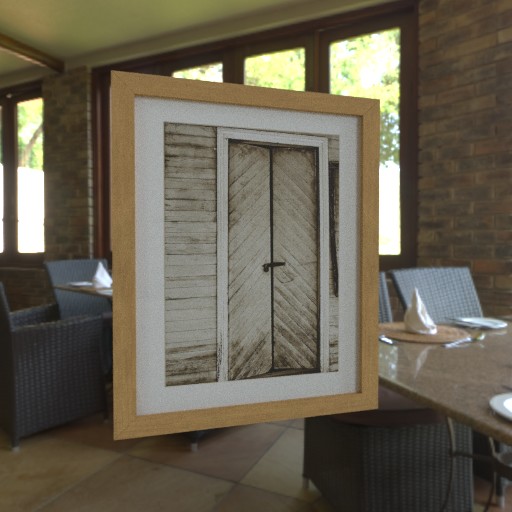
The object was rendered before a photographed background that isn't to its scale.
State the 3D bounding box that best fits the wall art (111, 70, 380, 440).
[{"bbox_3d":[0.000,0.000,0.747,0.460,0.561,0.020,0,1,-17],"label":"wall art"}]
